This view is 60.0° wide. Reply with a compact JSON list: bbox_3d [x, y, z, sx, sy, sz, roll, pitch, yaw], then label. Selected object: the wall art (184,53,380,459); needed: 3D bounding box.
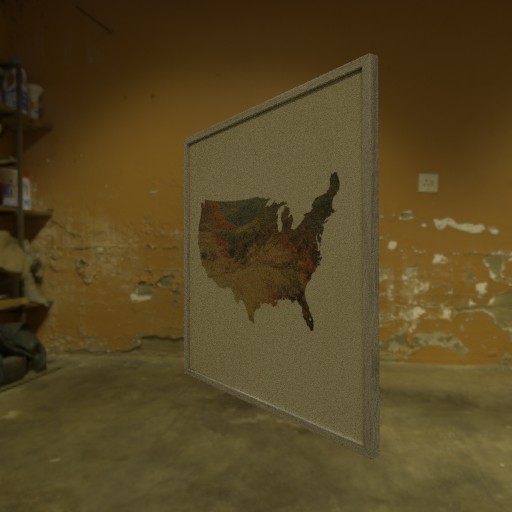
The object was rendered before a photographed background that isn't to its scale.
[{"bbox_3d":[0.000,0.000,0.762,0.016,0.507,0.508,0,0,-36],"label":"wall art"}]
